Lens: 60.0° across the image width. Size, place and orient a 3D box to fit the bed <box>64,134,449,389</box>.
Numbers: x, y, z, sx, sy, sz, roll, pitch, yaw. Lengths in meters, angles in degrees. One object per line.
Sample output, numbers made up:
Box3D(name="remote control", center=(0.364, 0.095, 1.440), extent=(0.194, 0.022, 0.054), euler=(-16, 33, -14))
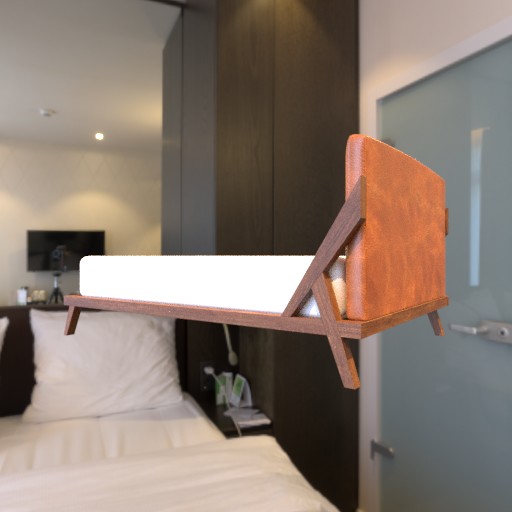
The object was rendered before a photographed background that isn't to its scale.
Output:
Box3D(name="bed", center=(0.000, 0.000, 3.269), extent=(2.311, 1.168, 1.651), euler=(0, 0, 36))
